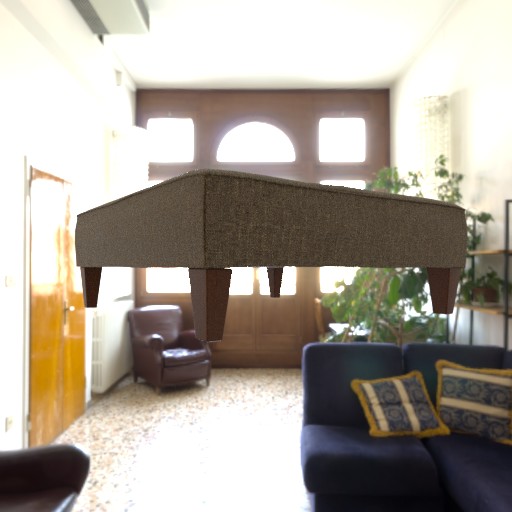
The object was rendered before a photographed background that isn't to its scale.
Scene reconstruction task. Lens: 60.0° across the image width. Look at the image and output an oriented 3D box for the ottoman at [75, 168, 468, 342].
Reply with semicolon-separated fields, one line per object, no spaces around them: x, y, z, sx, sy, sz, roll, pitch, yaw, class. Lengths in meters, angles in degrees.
0.000;0.000;1.542;0.981;0.379;1.016;1;-2;-36;ottoman
